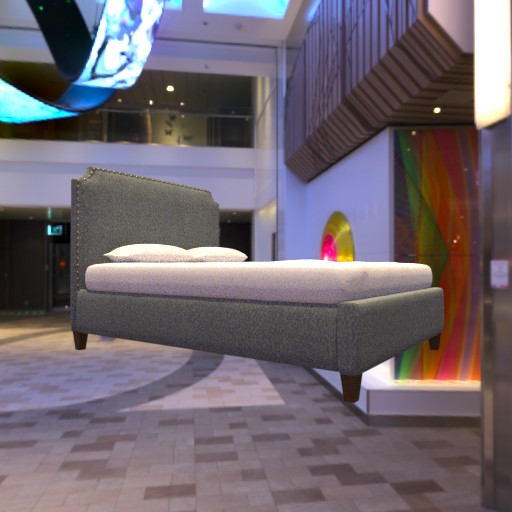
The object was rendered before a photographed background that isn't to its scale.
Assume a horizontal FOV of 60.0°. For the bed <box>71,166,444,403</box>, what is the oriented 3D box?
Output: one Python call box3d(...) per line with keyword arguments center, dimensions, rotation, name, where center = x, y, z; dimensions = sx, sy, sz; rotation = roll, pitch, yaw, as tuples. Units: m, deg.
box3d(center=(0.000, 0.000, 3.432), dimensions=(2.372, 1.443, 1.712), rotation=(-1, -1, 36), name="bed")
